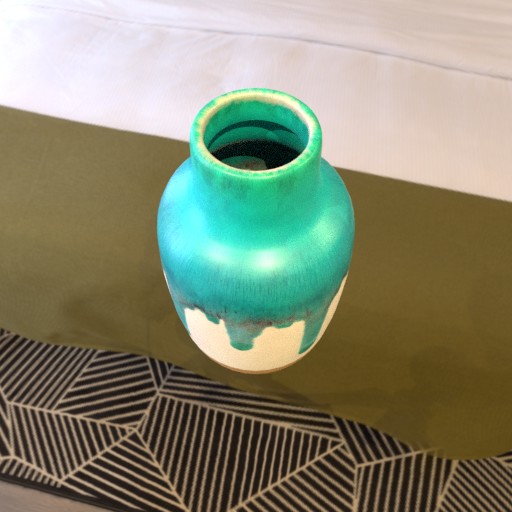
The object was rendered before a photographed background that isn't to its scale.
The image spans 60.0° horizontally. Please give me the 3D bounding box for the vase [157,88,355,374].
[{"bbox_3d":[0.000,0.000,0.257,0.106,0.192,0.106,0,58,0],"label":"vase"}]
